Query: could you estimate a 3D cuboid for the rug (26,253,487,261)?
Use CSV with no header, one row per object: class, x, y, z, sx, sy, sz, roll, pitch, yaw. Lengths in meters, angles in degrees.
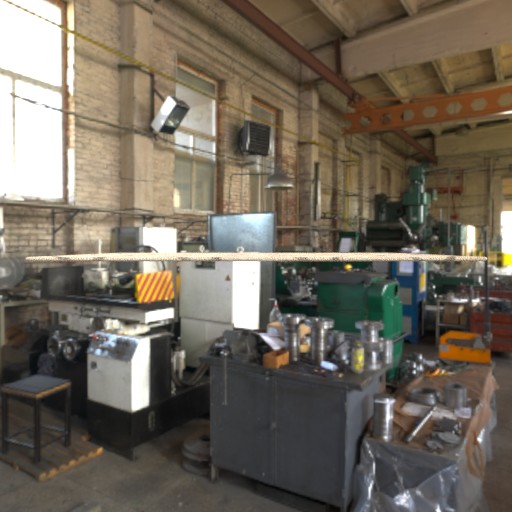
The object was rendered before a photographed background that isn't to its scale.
rug,0.000,0.000,3.475,2.701,0.026,1.801,0,1,-1
